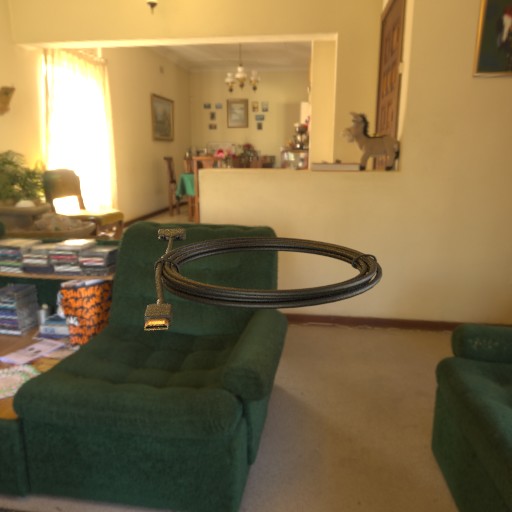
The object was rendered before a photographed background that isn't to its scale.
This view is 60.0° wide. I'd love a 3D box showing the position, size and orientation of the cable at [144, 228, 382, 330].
[{"bbox_3d":[0.000,0.000,0.534,0.257,0.030,0.422,-2,14,-8],"label":"cable"}]
